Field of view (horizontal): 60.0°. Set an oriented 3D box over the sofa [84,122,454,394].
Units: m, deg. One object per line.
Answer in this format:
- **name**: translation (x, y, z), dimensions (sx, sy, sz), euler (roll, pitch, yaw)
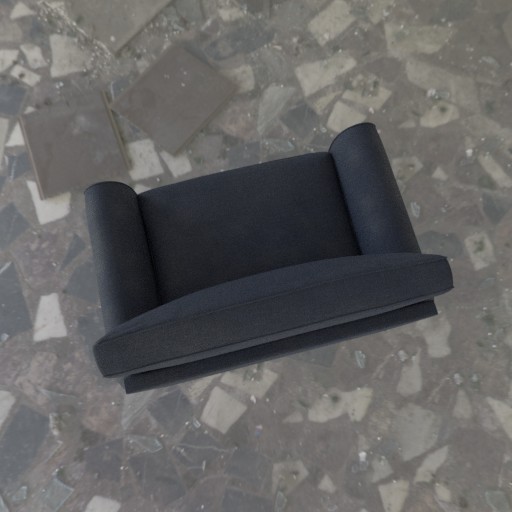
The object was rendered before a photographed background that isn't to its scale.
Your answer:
- **sofa**: translation (0.000, 0.000, 2.058), dimensions (1.405, 1.004, 0.938), euler (-14, 76, -3)
